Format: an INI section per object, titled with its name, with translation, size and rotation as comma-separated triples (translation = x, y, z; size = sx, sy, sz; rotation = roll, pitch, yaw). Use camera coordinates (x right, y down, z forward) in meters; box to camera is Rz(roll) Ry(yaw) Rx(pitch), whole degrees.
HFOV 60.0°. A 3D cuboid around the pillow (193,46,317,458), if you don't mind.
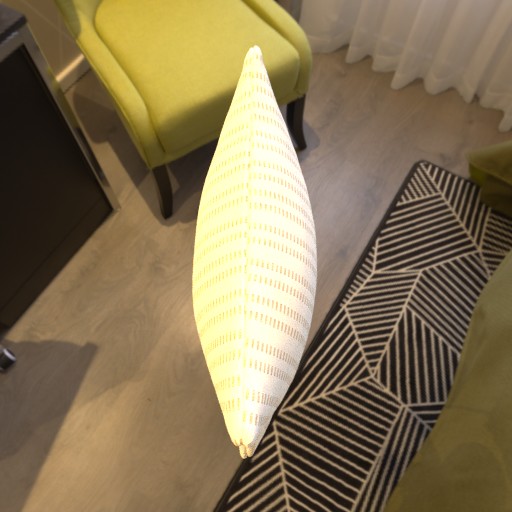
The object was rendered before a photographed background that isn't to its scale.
[pillow]
translation = 0.000, 0.000, 0.777
size = 0.210, 0.353, 0.640
rotation = 1, 64, 0
